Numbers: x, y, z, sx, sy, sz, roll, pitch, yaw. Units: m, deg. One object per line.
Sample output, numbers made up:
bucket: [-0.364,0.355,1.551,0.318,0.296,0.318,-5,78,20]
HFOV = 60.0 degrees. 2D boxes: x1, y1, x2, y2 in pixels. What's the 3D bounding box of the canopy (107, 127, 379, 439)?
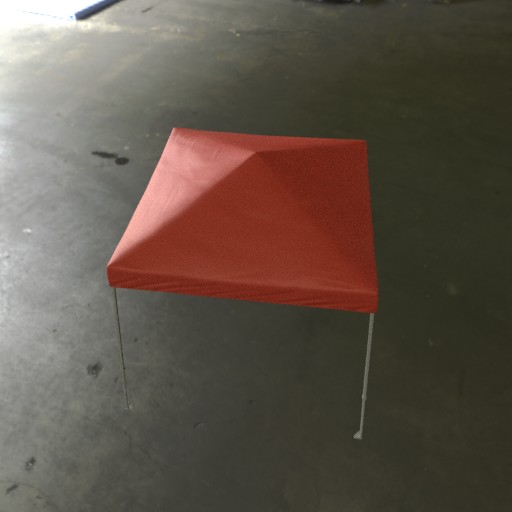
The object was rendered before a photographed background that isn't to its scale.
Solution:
canopy: [0.000,0.000,5.226,2.850,2.850,2.849,5,47,5]
